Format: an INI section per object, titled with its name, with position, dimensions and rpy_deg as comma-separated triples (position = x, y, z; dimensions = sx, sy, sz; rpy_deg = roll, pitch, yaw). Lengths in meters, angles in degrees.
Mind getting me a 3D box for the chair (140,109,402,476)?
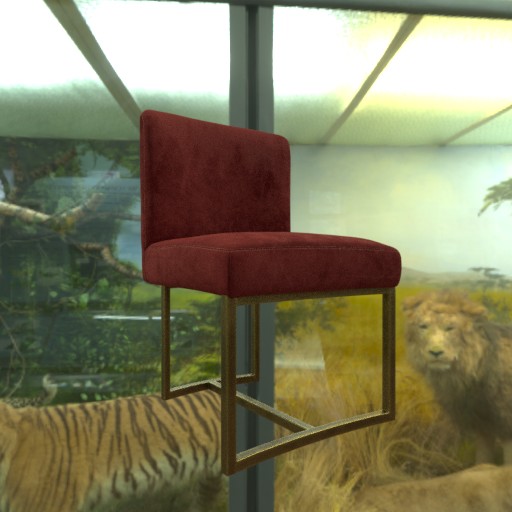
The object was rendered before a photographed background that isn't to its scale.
[chair]
position = 0.000, 0.000, 1.181
dimensions = 0.530, 0.824, 0.560
rpy_deg = 0, 0, -35
